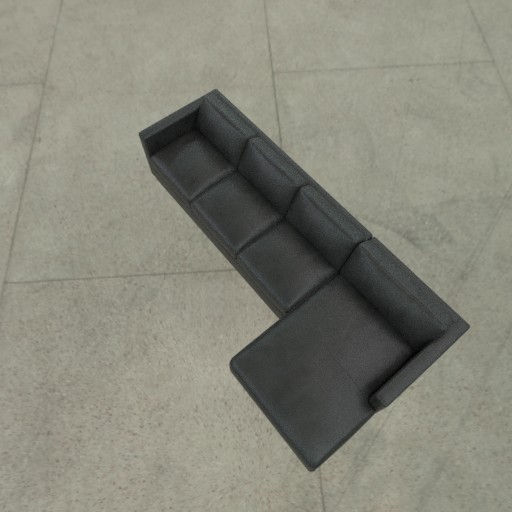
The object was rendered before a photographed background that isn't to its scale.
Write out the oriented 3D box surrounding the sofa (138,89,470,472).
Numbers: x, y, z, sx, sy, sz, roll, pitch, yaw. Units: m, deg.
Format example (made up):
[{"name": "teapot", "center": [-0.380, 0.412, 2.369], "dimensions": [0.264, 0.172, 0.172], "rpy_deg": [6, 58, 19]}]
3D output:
[{"name": "sofa", "center": [0.000, 0.000, 3.926], "dimensions": [1.581, 0.883, 3.203], "rpy_deg": [-36, 69, -16]}]
